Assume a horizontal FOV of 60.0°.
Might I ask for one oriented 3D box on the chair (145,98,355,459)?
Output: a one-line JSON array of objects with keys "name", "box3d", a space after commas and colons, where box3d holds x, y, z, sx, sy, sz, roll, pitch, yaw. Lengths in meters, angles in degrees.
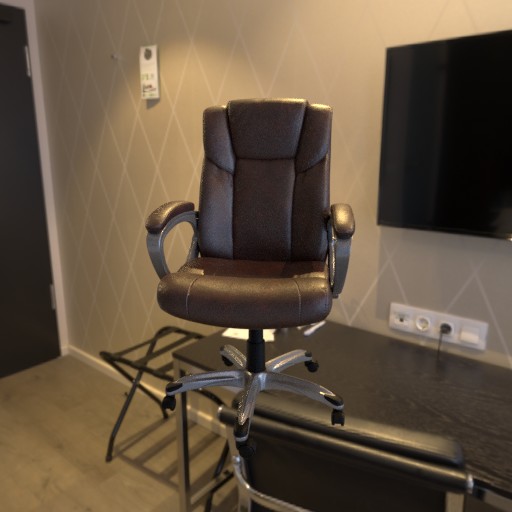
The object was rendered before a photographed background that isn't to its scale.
[{"name": "chair", "box3d": [0.000, 0.000, 1.573, 0.656, 1.128, 0.692, 2, 13, 9]}]
